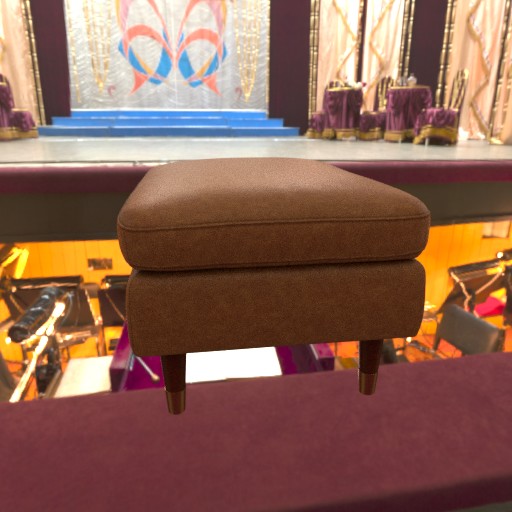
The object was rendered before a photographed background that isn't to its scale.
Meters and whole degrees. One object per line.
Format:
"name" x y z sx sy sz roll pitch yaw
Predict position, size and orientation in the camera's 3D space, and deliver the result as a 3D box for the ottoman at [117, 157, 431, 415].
"ottoman" 0.000 0.000 1.148 0.593 0.478 0.747 -3 18 -9
